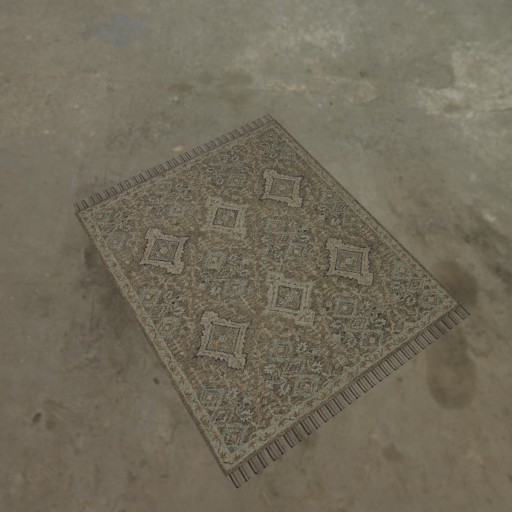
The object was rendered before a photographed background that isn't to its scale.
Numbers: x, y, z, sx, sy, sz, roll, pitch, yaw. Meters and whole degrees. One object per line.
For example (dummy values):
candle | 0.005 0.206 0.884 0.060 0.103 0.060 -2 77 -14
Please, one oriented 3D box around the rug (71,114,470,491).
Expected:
rug | 0.000 0.000 4.140 2.437 0.010 3.056 -30 63 -17
